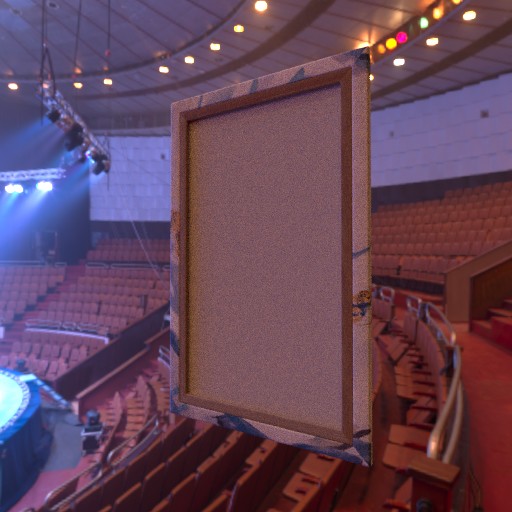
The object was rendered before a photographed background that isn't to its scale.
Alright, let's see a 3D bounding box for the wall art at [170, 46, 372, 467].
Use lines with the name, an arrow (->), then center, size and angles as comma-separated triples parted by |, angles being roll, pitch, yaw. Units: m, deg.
wall art -> 0.000, 0.000, 1.139 | 0.610, 0.914, 0.016 | -1, -1, 35
